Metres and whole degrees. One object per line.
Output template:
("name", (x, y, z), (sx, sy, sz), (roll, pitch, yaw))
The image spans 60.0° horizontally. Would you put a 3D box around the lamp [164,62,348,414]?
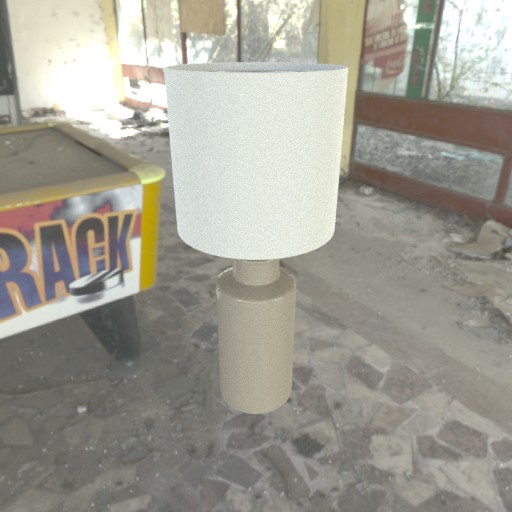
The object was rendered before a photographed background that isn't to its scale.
("lamp", (0.000, 0.000, 0.626), (0.212, 0.493, 0.212), (0, 26, 1))
